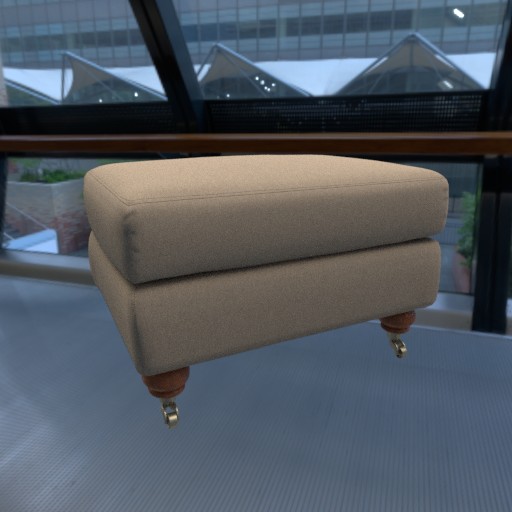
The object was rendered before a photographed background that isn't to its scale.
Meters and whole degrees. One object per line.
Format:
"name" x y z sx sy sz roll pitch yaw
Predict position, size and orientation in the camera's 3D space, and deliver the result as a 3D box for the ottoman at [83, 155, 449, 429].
"ottoman" 0.000 0.000 1.153 0.773 0.497 0.574 -8 19 -25
